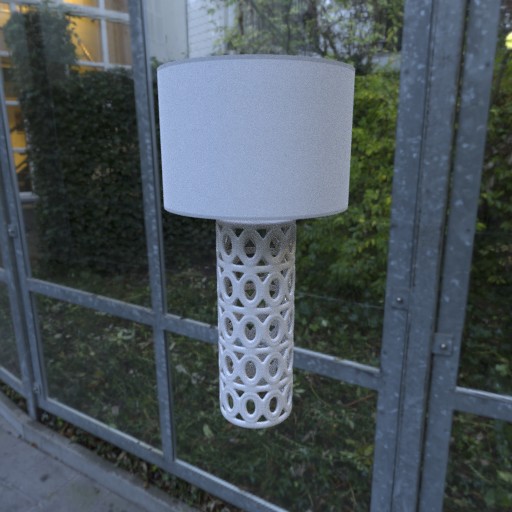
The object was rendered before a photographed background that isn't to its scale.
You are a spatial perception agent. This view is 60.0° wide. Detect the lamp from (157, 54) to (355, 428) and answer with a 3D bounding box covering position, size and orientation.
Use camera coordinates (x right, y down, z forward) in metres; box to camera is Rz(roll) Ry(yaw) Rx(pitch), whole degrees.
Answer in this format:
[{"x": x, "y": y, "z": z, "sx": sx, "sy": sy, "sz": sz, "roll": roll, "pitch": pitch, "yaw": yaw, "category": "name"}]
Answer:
[{"x": 0.000, "y": 0.000, "z": 0.824, "sx": 0.324, "sy": 0.636, "sz": 0.325, "roll": 14, "pitch": 20, "yaw": 42, "category": "lamp"}]
